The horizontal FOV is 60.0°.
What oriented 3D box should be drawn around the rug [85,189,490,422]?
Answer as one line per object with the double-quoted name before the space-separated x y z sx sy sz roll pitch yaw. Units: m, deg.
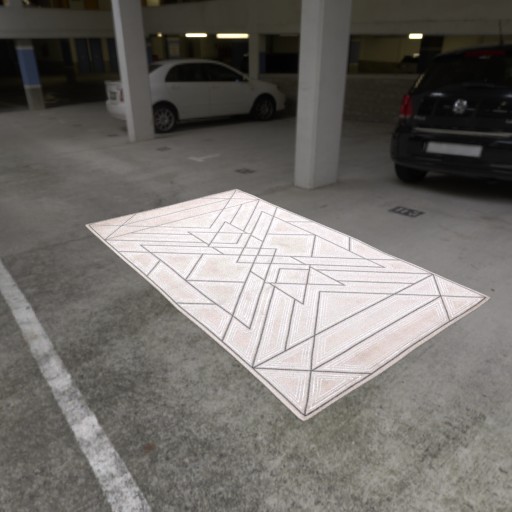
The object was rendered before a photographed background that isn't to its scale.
"rug" 0.000 0.000 1.042 0.511 0.008 0.869 -19 32 -33
